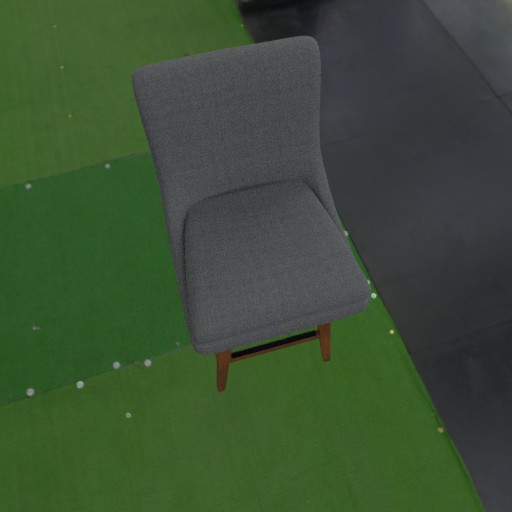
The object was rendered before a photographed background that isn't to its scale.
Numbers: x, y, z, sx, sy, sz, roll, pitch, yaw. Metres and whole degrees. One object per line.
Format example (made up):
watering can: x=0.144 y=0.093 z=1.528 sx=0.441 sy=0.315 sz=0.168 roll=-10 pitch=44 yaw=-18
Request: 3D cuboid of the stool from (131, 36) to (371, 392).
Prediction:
stool: x=0.000 y=0.000 z=1.251 sx=0.447 sy=0.977 sz=0.524 roll=-14 pitch=64 yaw=-7
